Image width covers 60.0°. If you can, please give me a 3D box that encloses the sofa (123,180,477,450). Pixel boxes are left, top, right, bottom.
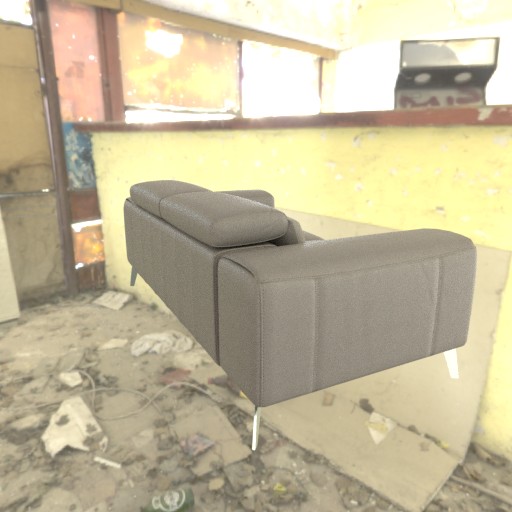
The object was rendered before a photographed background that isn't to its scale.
[{"bbox_3d":[0.000,0.000,2.387,1.024,0.753,1.930,-8,17,-26],"label":"sofa"}]
